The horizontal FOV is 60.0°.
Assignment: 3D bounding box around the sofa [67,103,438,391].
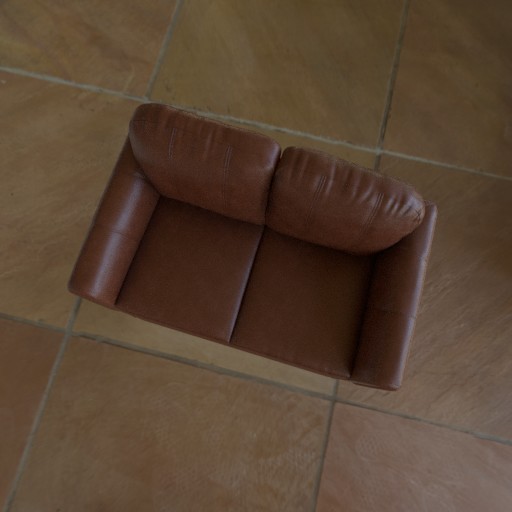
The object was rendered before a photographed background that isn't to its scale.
[{"bbox_3d":[0.000,0.000,1.969,1.406,0.906,0.805,16,76,4],"label":"sofa"}]
